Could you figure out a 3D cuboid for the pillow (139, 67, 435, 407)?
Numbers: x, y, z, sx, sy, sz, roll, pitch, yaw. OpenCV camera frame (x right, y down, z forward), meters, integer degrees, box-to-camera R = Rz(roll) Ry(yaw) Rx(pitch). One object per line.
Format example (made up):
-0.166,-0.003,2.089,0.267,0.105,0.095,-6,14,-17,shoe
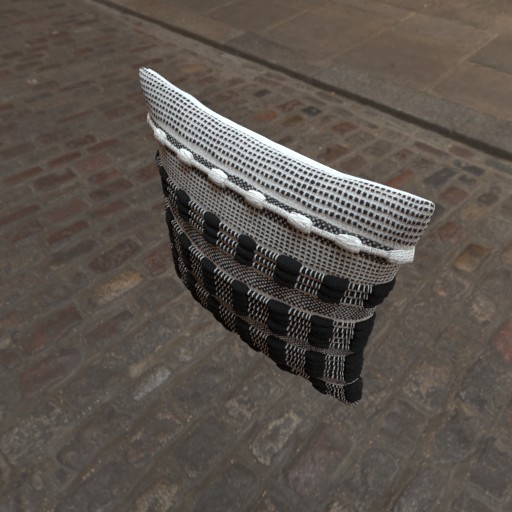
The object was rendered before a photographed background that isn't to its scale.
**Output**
0.000,0.000,0.661,0.436,0.438,0.156,33,55,27,pillow
